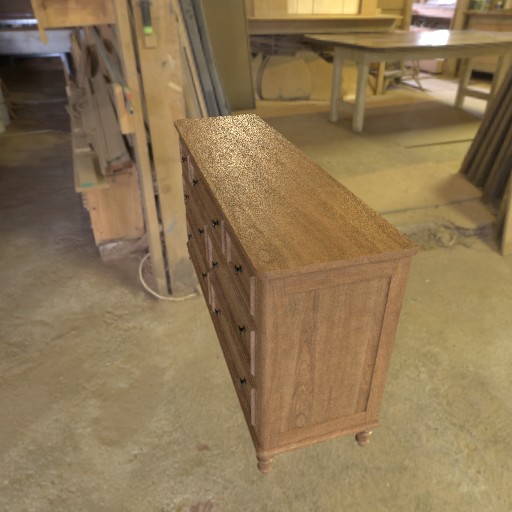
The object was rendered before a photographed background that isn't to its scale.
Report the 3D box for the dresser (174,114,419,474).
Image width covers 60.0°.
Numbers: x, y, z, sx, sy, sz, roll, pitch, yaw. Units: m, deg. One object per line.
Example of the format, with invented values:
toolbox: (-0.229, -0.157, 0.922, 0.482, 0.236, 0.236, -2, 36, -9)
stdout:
dresser: (0.000, 0.000, 2.047, 0.468, 0.892, 1.583, -9, 32, -14)
